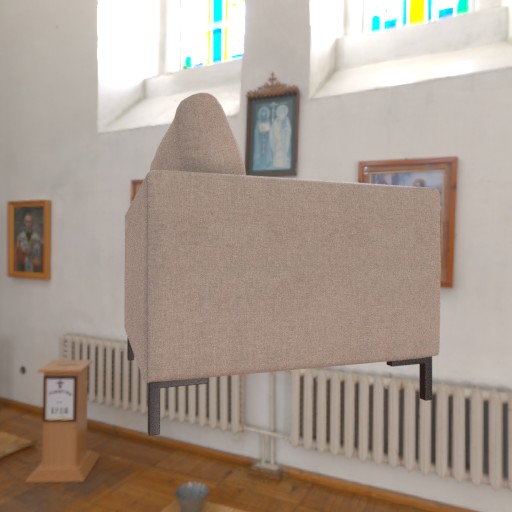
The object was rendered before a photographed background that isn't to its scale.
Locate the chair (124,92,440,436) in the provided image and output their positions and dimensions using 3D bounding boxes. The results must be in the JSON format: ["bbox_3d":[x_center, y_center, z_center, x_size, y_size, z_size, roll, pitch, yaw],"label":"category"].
[{"bbox_3d":[0.000,0.000,1.599,0.866,0.861,0.963,0,-1,-19],"label":"chair"}]
